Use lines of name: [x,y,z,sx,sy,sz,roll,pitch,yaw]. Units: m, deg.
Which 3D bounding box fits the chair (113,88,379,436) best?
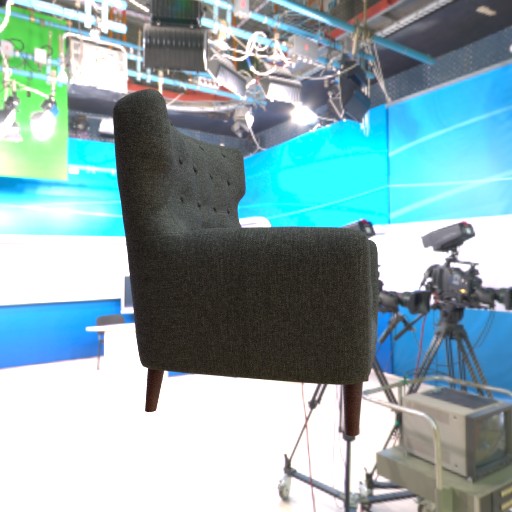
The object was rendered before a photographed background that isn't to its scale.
chair: [0.000,0.000,1.726,0.904,1.063,0.878,0,0,17]
